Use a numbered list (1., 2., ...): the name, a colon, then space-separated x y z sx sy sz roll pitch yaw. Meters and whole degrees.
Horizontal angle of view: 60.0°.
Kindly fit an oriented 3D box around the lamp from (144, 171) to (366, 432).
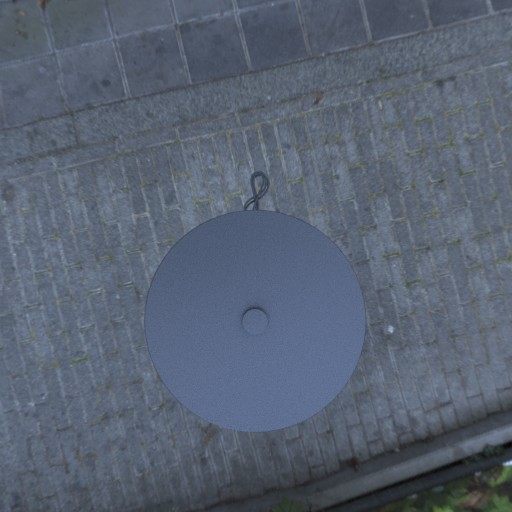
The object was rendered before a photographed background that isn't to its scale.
1. lamp: 0.000 0.000 0.701 0.229 0.508 0.369 0 89 0
